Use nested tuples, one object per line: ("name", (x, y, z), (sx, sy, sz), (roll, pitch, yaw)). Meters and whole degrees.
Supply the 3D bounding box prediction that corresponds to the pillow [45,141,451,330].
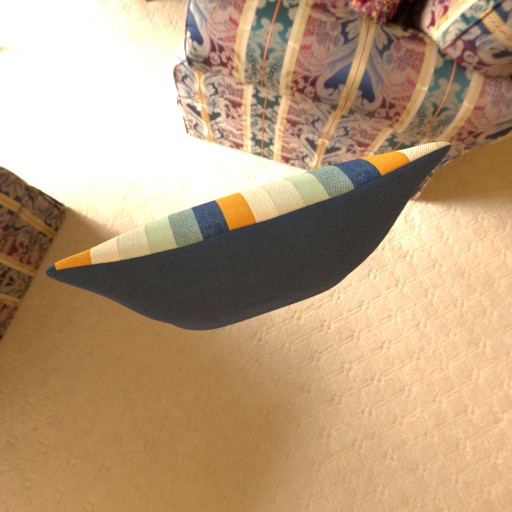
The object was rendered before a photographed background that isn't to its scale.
("pillow", (0.000, 0.000, 0.697), (0.463, 0.454, 0.173), (-18, 77, -4))
